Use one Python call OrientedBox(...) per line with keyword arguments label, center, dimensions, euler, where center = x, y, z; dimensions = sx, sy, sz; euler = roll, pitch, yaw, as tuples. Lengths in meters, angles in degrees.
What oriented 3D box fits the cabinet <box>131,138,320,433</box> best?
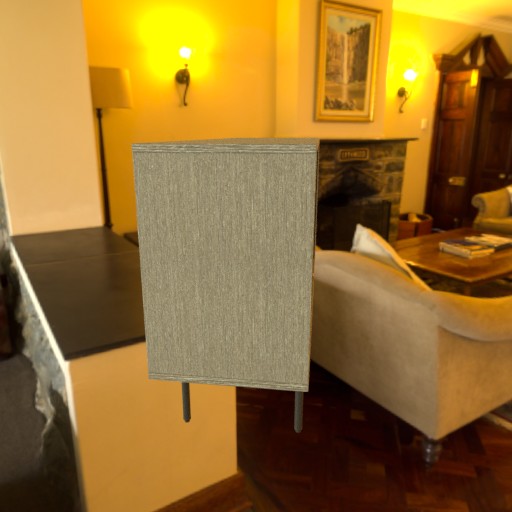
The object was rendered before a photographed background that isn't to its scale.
OrientedBox(label="cabinet", center=(0.000, 0.000, 1.549), dimensions=(0.405, 0.787, 1.194), euler=(2, 16, 8))
